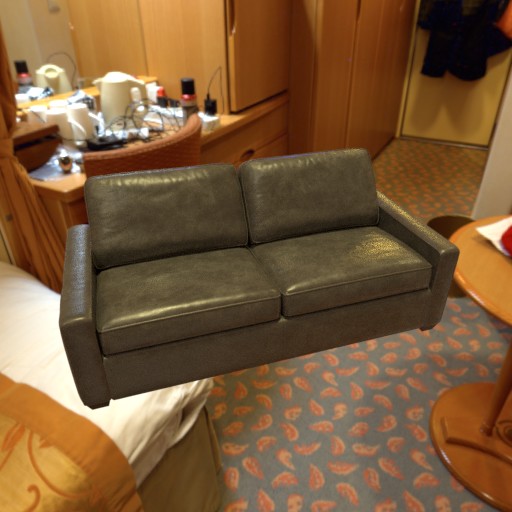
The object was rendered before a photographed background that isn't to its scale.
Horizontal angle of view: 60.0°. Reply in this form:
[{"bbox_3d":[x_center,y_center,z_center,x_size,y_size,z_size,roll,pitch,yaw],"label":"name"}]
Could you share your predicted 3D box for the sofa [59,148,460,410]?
[{"bbox_3d":[0.000,0.000,2.575,2.081,0.916,0.939,-10,33,-15],"label":"sofa"}]
